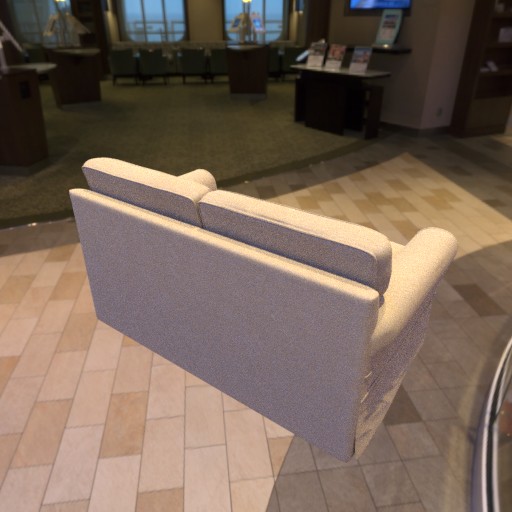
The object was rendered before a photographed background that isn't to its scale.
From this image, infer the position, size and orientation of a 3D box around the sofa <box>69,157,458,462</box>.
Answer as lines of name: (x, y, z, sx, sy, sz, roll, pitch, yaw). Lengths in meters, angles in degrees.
sofa: (0.000, 0.000, 2.301, 1.727, 0.940, 0.991, 20, 34, 31)
